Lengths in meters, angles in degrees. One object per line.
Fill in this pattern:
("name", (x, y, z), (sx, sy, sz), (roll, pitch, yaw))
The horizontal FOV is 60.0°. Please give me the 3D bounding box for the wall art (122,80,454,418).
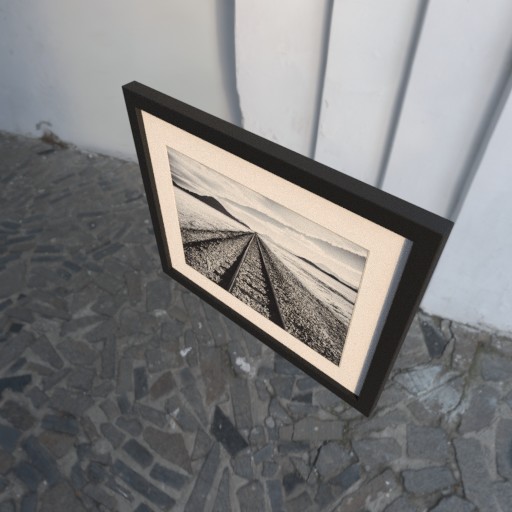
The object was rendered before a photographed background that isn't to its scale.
("wall art", (0.000, 0.000, 0.778), (0.559, 0.458, 0.029), (31, 53, 27))
